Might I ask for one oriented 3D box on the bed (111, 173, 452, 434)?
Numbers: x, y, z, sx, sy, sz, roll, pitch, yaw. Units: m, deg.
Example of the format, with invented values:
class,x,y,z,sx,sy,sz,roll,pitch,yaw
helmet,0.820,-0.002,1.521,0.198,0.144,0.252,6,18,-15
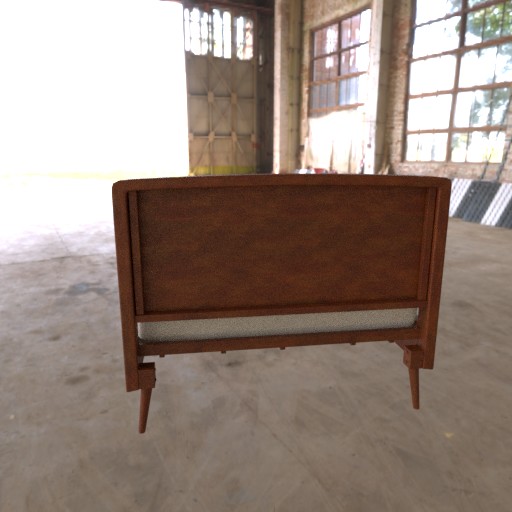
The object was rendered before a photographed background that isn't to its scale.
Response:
class,x,y,z,sx,sy,sz,roll,pitch,yaw
bed,0.000,0.000,3.211,1.587,1.275,2.196,-2,13,-8
